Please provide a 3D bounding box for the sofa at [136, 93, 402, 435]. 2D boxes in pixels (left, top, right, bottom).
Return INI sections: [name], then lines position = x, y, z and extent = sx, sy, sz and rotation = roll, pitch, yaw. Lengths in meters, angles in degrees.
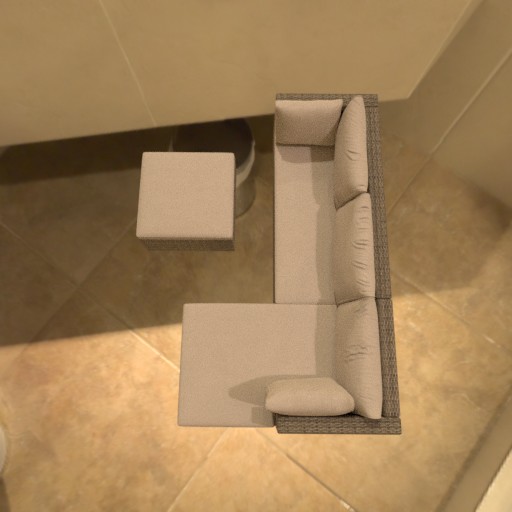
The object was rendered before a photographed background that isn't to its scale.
[sofa]
position = 0.000, 0.000, 3.004
extent = 1.662, 0.766, 2.192
rotation = 0, 75, 0
